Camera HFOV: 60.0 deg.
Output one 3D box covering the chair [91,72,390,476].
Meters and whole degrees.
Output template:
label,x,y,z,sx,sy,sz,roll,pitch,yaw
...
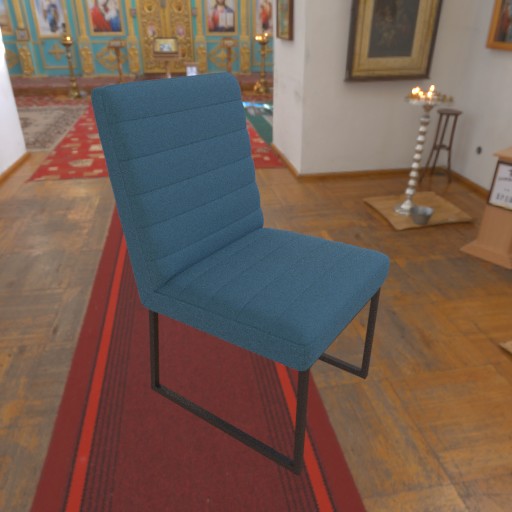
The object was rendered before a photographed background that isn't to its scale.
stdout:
label,x,y,z,sx,sy,sz,roll,pitch,yaw
chair,0.000,0.000,1.272,0.634,0.930,0.520,18,32,31
